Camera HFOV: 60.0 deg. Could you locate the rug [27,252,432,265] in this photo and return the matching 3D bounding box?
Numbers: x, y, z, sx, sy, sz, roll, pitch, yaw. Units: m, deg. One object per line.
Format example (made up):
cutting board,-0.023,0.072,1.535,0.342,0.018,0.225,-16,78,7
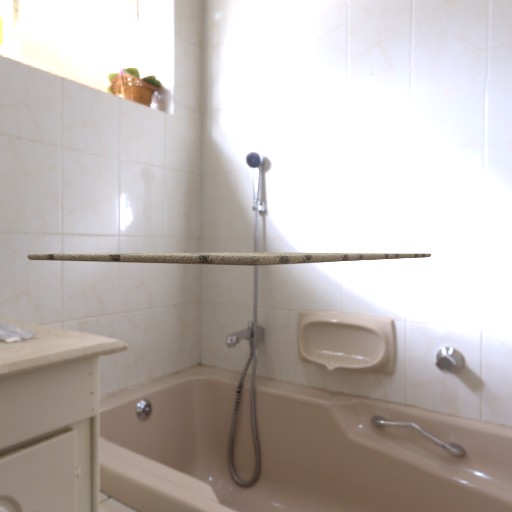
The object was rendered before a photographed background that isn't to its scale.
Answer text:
rug,0.000,0.000,2.123,1.200,0.025,1.600,1,1,37
